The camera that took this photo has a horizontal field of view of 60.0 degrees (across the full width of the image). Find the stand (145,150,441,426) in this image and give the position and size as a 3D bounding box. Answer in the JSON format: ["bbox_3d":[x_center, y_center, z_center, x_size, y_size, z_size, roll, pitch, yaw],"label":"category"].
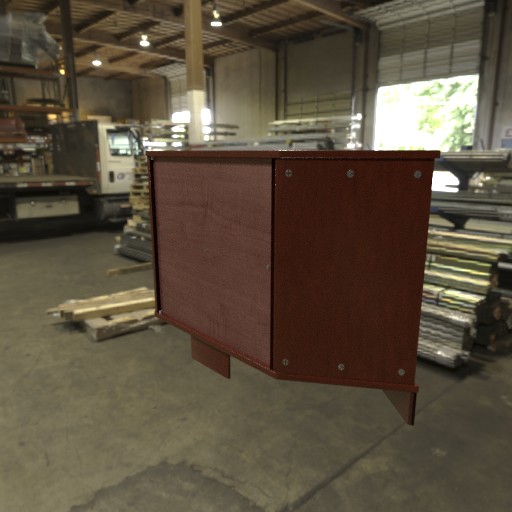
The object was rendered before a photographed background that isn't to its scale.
[{"bbox_3d":[0.000,0.000,1.326,0.381,0.614,1.072,-12,18,-41],"label":"stand"}]
